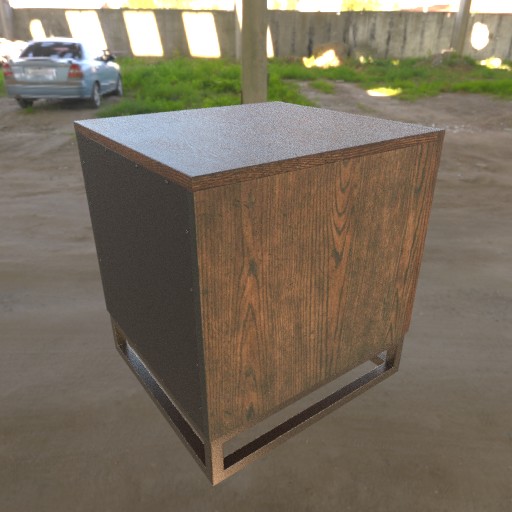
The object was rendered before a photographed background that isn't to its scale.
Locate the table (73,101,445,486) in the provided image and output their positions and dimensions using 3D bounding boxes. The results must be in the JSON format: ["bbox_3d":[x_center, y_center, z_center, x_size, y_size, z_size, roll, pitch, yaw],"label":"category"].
[{"bbox_3d":[0.000,0.000,1.007,0.566,0.582,0.506,-18,31,-32],"label":"table"}]
